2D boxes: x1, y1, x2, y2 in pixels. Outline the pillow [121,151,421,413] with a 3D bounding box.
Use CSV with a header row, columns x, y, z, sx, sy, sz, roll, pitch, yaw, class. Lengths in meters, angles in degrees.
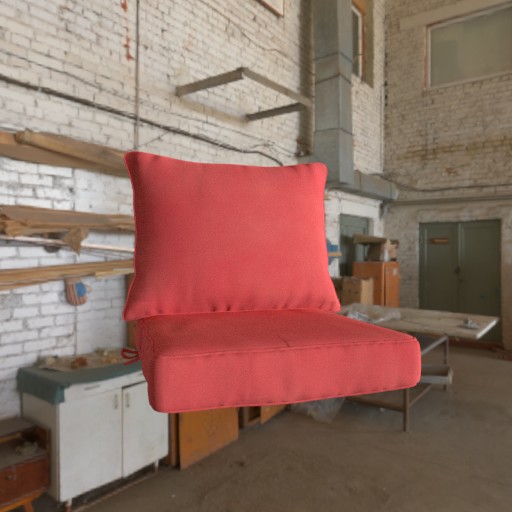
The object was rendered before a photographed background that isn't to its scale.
x,y,z,sx,sy,sz,roll,pitch,yaw,class
0.000,0.000,1.369,0.798,0.725,0.733,0,1,-17,pillow
